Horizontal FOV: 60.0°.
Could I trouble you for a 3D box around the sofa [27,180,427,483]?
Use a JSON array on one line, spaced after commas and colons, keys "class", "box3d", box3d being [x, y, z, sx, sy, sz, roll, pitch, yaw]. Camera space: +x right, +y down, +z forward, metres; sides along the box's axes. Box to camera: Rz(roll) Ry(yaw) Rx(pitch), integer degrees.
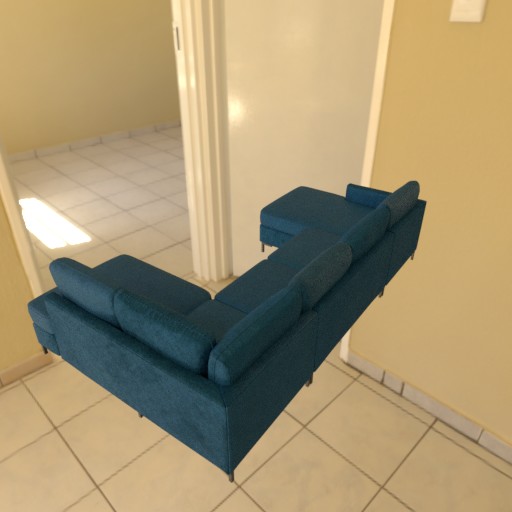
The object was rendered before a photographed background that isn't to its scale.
[{"class": "sofa", "box3d": [0.000, 0.000, 4.181, 2.055, 0.992, 3.434, 20, 36, 30]}]
